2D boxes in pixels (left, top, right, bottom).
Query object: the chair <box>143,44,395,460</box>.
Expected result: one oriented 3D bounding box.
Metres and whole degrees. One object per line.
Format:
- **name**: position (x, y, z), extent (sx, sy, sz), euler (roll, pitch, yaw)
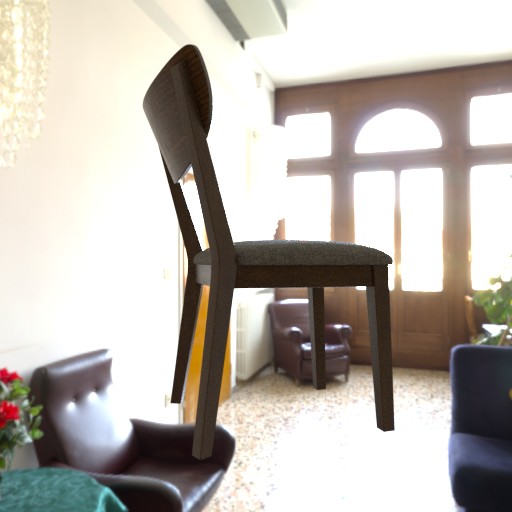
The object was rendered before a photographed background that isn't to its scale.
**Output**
- **chair**: position (0.000, 0.000, 1.174), extent (0.583, 0.849, 0.491), euler (0, -1, -18)
